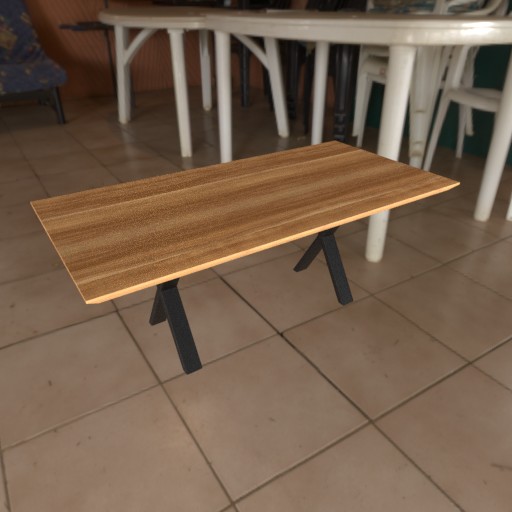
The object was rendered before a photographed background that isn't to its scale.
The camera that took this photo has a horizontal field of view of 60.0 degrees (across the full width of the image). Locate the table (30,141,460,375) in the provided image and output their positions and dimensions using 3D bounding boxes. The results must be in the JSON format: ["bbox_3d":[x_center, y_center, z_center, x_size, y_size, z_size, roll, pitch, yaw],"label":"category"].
[{"bbox_3d":[0.000,0.000,2.486,2.000,0.770,1.000,-18,35,-29],"label":"table"}]
